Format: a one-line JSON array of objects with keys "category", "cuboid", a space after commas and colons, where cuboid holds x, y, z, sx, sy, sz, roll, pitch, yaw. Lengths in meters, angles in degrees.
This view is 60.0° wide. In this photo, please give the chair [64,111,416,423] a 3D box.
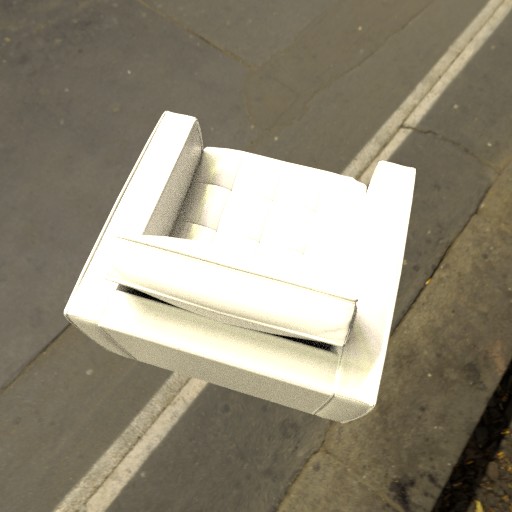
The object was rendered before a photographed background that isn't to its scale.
[{"category": "chair", "cuboid": [0.000, 0.000, 1.520, 0.928, 0.773, 0.843, 15, 65, 7]}]
